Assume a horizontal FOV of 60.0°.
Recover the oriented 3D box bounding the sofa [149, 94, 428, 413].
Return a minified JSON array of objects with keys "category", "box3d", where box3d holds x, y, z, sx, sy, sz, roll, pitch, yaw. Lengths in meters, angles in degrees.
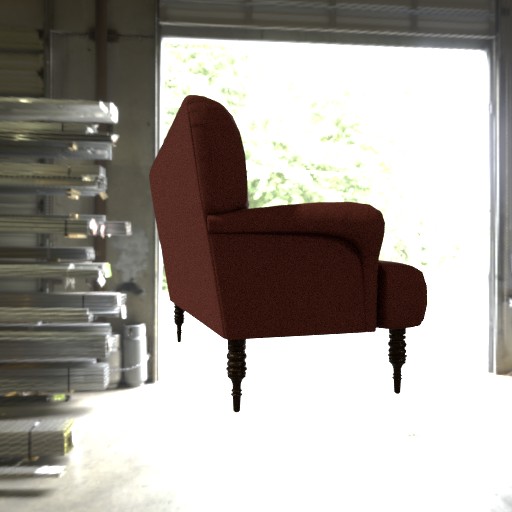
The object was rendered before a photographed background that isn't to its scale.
[{"category":"sofa","box3d":[0.000,0.000,1.848,0.779,0.889,1.297,0,0,-18]}]
